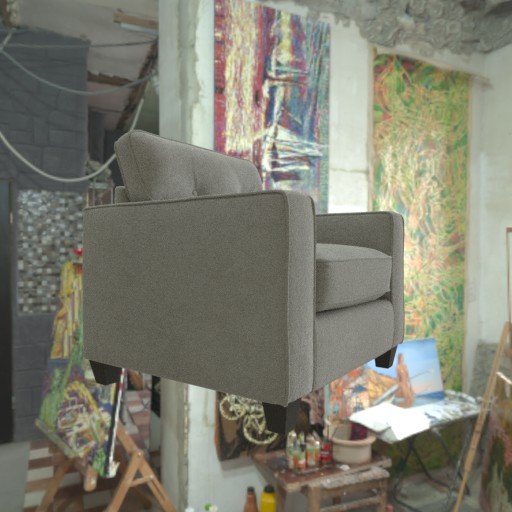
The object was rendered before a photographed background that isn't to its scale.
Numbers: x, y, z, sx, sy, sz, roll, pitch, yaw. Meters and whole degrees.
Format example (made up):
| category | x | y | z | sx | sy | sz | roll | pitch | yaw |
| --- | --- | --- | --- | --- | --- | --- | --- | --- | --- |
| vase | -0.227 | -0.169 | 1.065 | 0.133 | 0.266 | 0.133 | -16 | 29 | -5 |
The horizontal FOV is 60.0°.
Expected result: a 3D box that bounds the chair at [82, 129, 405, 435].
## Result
| category | x | y | z | sx | sy | sz | roll | pitch | yaw |
| --- | --- | --- | --- | --- | --- | --- | --- | --- | --- |
| chair | 0.000 | 0.000 | 1.805 | 0.939 | 0.965 | 1.015 | 1 | 1 | 36 |
